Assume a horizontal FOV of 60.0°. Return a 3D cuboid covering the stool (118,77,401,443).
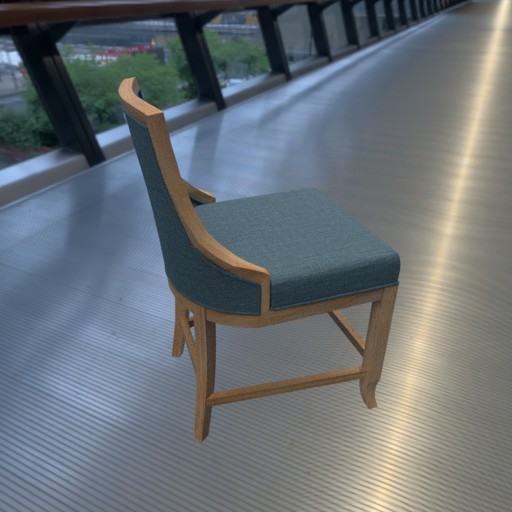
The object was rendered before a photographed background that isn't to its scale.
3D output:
[{"bbox_3d":[0.000,0.000,1.282,0.626,0.938,0.524,-10,32,-17],"label":"stool"}]
